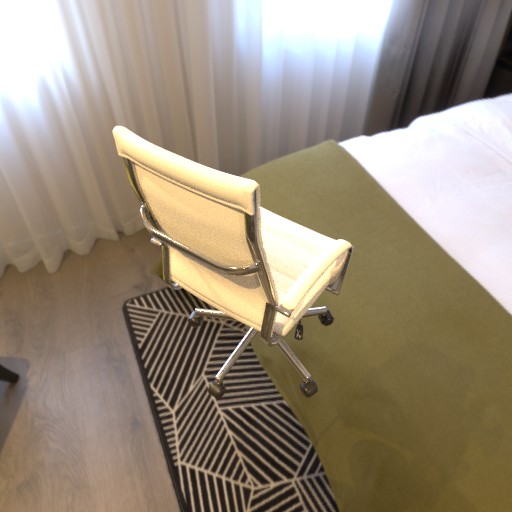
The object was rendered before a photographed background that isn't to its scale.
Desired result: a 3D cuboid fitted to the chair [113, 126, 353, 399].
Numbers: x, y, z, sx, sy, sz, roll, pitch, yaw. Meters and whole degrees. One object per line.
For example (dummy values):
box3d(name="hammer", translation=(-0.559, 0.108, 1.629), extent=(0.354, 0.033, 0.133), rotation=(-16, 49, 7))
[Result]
box3d(name="chair", translation=(0.000, 0.000, 1.586), extent=(0.679, 1.149, 0.679), rotation=(26, 51, 24))
